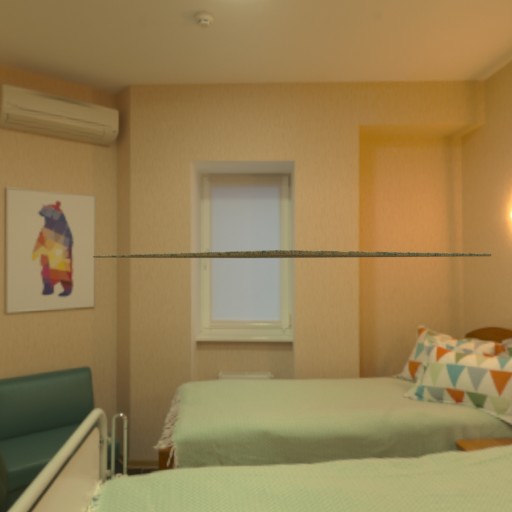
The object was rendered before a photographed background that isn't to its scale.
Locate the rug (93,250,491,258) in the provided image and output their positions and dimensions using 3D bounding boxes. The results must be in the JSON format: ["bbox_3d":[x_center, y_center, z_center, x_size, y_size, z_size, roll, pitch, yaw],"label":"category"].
[{"bbox_3d":[0.000,0.000,3.042,1.524,0.015,2.439,0,-1,-35],"label":"rug"}]
